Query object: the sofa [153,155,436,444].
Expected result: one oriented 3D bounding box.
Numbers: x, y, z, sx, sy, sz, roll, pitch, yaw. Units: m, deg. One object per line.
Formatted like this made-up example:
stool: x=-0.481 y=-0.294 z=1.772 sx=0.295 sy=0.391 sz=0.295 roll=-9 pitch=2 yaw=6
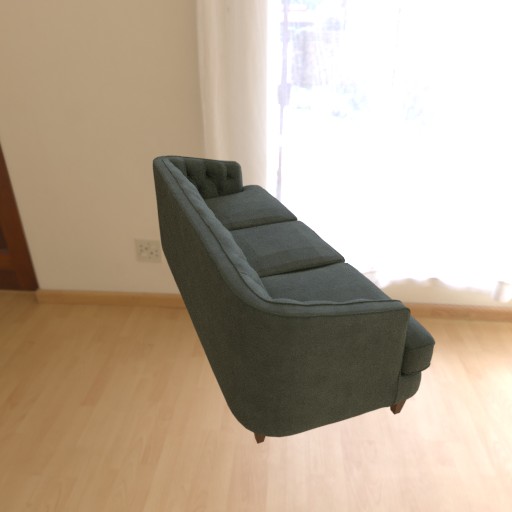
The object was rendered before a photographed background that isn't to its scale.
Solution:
sofa: x=0.000 y=0.000 z=2.792 sx=0.941 sy=0.855 sz=2.278 roll=-10 pitch=30 yaw=-18
